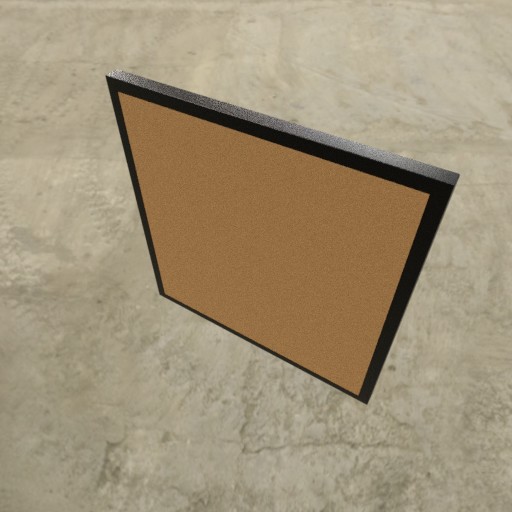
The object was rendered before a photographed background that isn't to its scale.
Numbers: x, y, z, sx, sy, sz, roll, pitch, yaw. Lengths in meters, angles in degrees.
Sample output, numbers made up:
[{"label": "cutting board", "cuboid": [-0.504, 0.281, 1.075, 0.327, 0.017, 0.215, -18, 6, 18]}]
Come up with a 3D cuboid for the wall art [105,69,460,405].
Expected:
[{"label": "wall art", "cuboid": [0.000, 0.000, 1.117, 0.755, 0.761, 0.038, 24, 51, 21]}]
